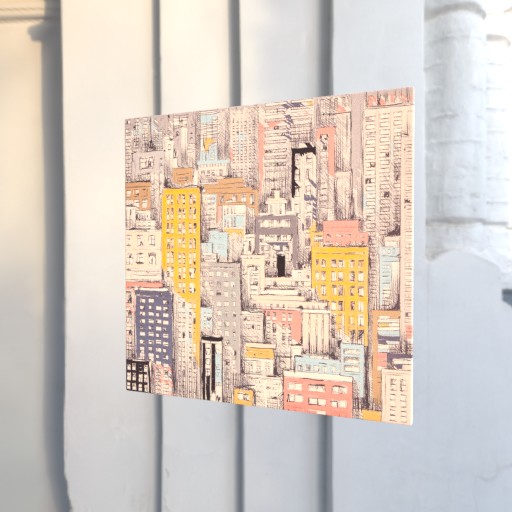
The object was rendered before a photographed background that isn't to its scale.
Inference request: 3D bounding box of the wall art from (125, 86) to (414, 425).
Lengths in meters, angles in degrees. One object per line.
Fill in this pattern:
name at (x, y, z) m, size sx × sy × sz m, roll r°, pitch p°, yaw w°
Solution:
wall art at (0.000, 0.000, 1.138) m, size 0.761 × 0.762 × 0.048 m, roll 0°, pitch 1°, yaw 19°
